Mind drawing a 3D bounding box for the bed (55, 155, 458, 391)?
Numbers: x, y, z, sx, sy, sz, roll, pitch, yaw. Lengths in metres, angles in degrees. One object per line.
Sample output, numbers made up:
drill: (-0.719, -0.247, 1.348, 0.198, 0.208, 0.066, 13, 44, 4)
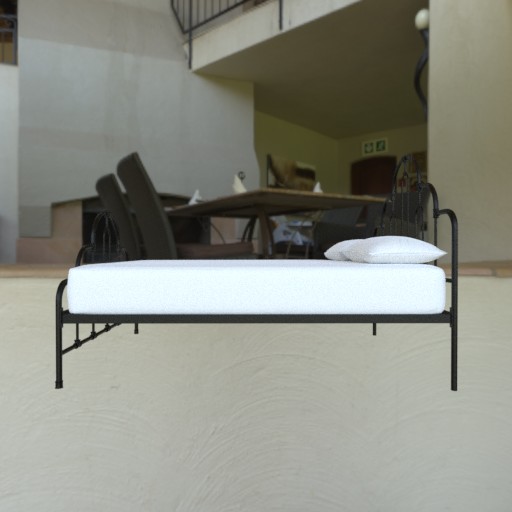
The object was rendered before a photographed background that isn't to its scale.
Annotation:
bed: (0.000, 0.000, 3.188, 2.181, 1.444, 1.626, 0, 1, 0)
